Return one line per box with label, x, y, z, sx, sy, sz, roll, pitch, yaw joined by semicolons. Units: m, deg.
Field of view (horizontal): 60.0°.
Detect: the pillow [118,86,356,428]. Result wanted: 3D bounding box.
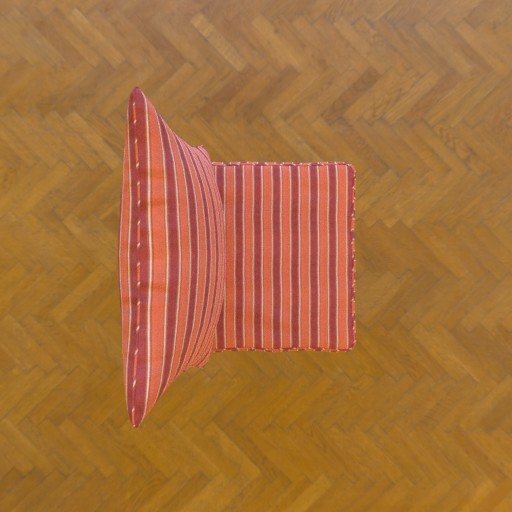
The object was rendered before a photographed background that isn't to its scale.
pillow;0.000;0.000;1.369;0.733;0.723;0.799;0;90;0
